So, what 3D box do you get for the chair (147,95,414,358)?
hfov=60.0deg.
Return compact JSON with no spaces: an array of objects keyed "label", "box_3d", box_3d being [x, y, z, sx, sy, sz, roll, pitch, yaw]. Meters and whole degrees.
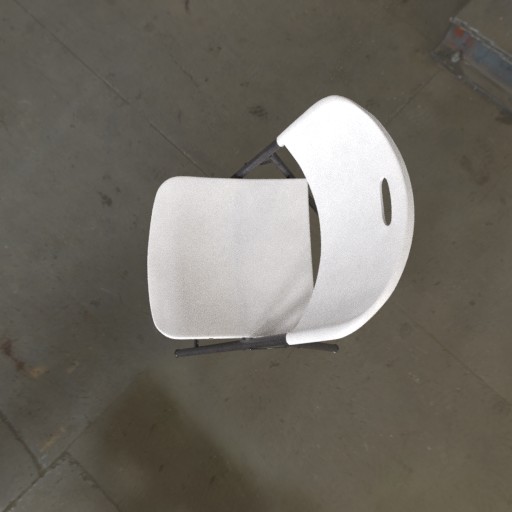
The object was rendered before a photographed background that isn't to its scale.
[{"label":"chair","box_3d":[0.000,0.000,1.178,0.566,0.810,0.494,-2,76,0]}]
